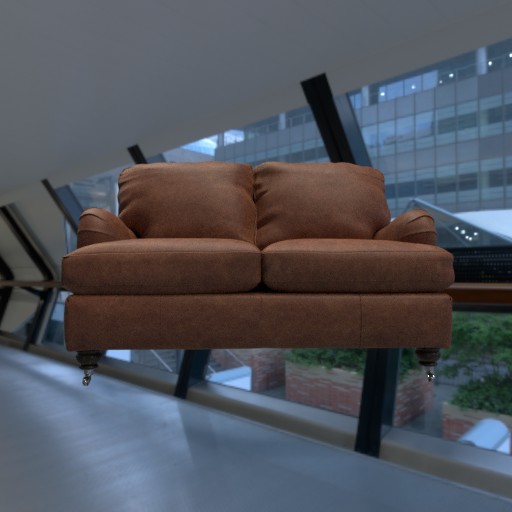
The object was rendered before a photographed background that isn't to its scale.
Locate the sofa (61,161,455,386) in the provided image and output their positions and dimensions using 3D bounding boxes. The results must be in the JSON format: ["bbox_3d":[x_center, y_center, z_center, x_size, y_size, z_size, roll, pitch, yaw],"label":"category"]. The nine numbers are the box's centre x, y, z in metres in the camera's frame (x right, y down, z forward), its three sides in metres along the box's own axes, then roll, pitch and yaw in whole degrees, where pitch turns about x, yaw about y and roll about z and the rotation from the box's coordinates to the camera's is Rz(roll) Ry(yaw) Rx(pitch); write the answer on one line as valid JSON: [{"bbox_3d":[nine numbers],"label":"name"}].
[{"bbox_3d":[0.000,0.000,2.182,1.527,1.004,1.077,0,-2,-2],"label":"sofa"}]
